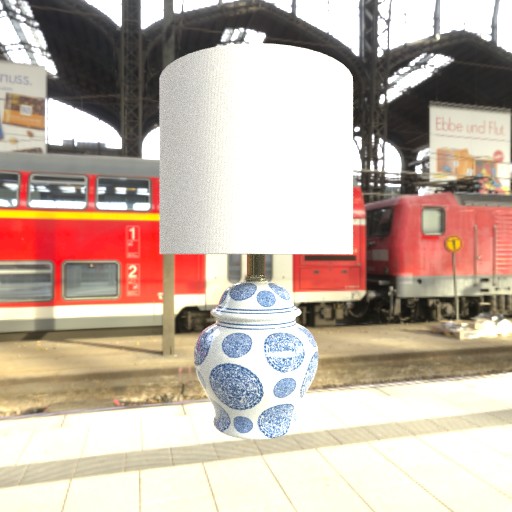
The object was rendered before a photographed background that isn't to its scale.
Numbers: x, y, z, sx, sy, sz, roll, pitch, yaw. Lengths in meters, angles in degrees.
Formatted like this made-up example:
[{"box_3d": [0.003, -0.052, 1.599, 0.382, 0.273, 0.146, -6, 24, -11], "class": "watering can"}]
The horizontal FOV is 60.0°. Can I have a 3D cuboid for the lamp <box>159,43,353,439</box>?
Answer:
[{"box_3d": [0.000, 0.000, 0.504, 0.215, 0.381, 0.215, 0, 0, -17], "class": "lamp"}]
